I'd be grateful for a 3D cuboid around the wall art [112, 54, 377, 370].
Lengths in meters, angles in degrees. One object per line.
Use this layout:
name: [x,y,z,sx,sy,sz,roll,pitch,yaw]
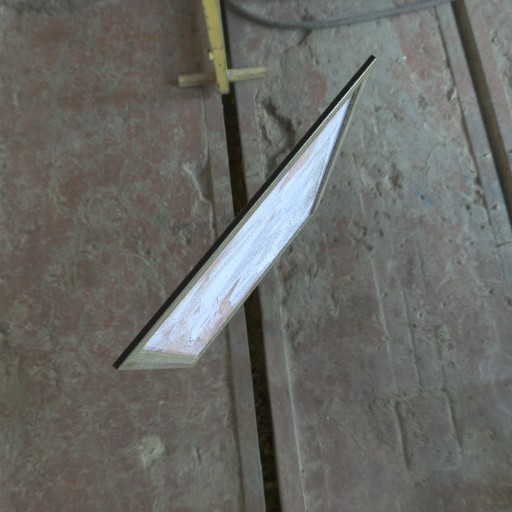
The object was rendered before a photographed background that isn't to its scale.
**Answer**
wall art: [0.000,0.000,0.782,0.009,0.559,0.483,37,79,8]
